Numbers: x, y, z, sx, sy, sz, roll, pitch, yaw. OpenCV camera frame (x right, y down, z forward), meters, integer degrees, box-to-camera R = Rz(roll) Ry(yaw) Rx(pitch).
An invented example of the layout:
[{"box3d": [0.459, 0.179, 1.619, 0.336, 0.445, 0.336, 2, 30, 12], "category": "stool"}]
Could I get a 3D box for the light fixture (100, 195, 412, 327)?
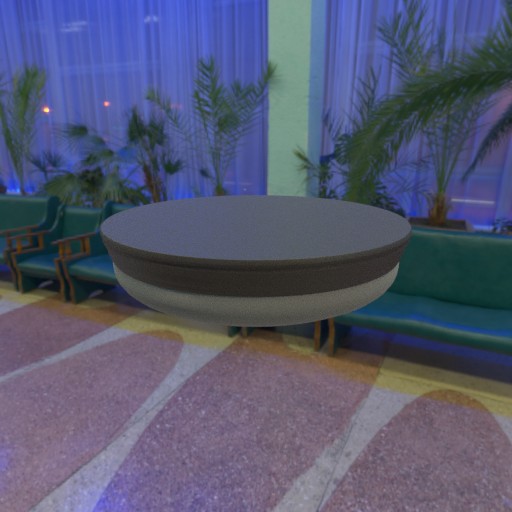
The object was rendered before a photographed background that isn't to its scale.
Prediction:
[{"box3d": [0.000, 0.000, 0.564, 0.368, 0.100, 0.368, 0, 16, 0], "category": "light fixture"}]
